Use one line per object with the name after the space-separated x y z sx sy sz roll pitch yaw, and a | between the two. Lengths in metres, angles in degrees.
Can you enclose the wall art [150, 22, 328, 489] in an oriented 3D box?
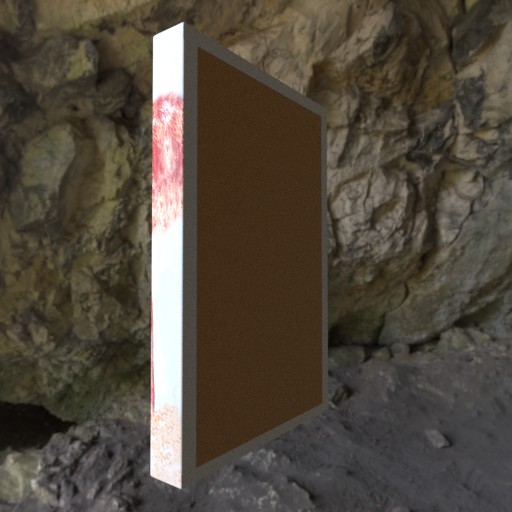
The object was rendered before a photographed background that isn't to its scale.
0.000 0.000 0.470 0.039 0.380 0.251 -1 -2 37 | wall art
